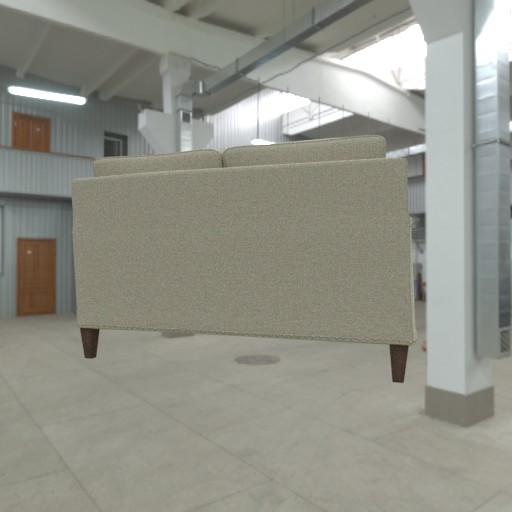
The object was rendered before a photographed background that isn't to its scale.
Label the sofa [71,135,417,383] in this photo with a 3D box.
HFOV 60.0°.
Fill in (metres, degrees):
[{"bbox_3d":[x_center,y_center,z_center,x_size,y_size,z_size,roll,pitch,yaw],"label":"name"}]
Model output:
[{"bbox_3d":[0.000,0.000,2.356,1.597,1.003,1.084,0,-1,17],"label":"sofa"}]
